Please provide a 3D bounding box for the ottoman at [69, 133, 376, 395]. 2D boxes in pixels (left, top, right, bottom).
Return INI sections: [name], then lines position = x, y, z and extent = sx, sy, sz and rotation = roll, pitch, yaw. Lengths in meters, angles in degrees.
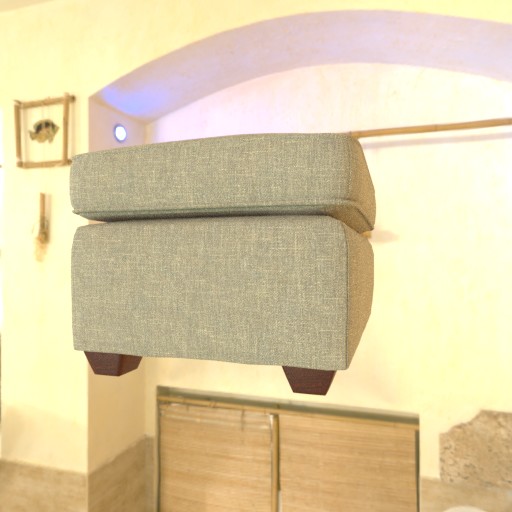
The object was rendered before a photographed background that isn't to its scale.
[ottoman]
position = 0.000, 0.000, 1.104
extent = 0.559, 0.457, 0.762
rotation = 0, 0, 17
